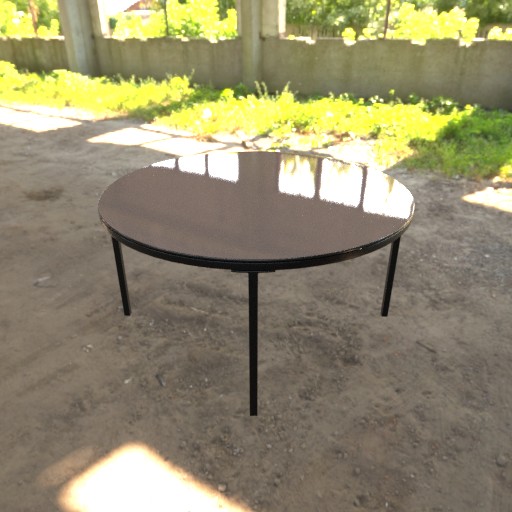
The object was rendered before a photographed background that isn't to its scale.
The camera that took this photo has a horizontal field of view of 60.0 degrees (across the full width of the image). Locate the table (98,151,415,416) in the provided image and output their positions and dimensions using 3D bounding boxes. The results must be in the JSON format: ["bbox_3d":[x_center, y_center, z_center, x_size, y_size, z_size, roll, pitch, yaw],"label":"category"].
[{"bbox_3d":[0.000,0.000,1.264,0.800,0.400,0.800,0,27,0],"label":"table"}]
